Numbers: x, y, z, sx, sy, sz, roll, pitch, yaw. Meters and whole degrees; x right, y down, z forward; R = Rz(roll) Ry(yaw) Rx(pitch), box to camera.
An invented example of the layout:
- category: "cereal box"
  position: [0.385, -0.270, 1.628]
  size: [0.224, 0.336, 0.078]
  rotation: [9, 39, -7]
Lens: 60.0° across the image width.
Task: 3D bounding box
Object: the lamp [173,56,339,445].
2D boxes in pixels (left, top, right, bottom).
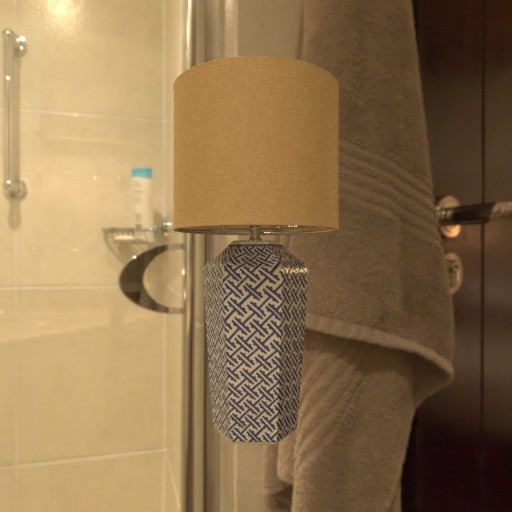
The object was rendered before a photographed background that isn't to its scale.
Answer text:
- category: "lamp"
  position: [0.000, 0.000, 0.869]
  size: [0.320, 0.682, 0.320]
  rotation: [0, 0, 37]
